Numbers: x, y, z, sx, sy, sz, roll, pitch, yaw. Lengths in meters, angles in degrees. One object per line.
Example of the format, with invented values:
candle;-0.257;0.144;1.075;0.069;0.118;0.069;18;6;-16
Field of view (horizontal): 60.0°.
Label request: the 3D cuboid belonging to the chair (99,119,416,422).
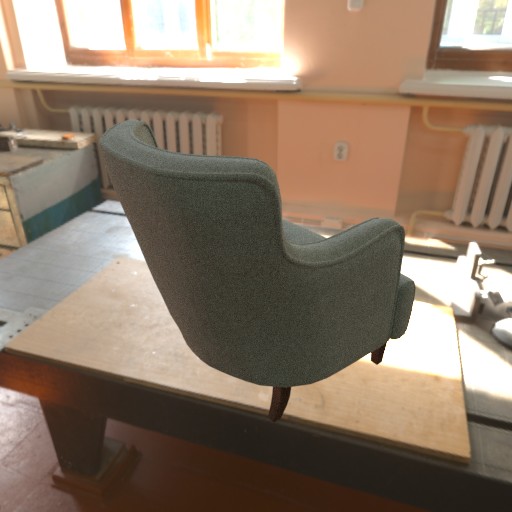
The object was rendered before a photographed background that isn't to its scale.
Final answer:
chair;0.000;0.000;1.582;0.910;0.920;0.820;-19;32;-32
